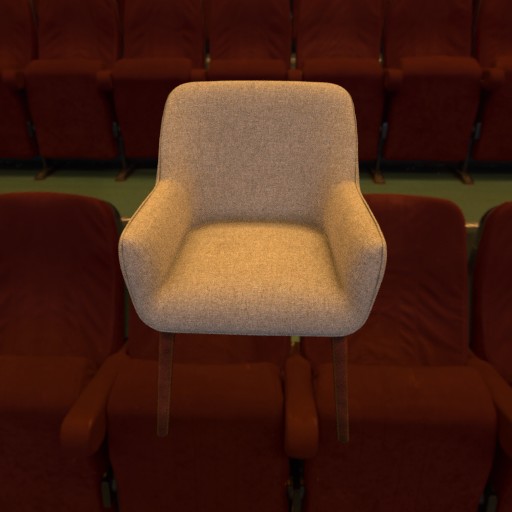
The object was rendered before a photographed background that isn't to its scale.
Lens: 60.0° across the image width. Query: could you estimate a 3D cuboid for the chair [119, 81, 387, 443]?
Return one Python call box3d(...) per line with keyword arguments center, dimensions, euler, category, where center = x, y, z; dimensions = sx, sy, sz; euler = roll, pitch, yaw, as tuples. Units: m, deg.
box3d(center=(0.000, 0.000, 1.160), dimensions=(0.543, 0.803, 0.519), euler=(1, 28, 2), category="chair")
